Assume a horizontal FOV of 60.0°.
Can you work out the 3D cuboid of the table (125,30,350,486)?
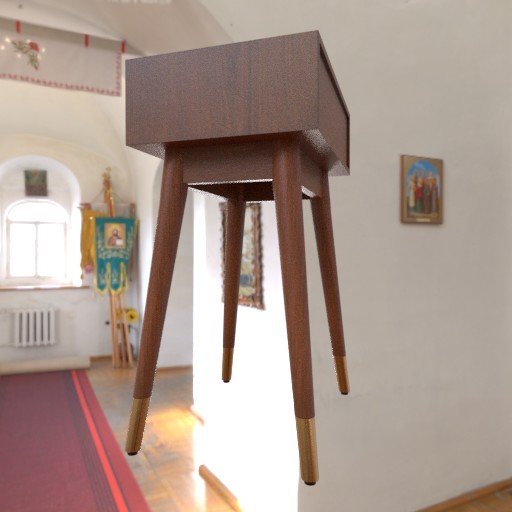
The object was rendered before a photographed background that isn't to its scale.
[{"bbox_3d":[0.000,0.000,0.812,0.300,0.599,0.406,0,1,18],"label":"table"}]
